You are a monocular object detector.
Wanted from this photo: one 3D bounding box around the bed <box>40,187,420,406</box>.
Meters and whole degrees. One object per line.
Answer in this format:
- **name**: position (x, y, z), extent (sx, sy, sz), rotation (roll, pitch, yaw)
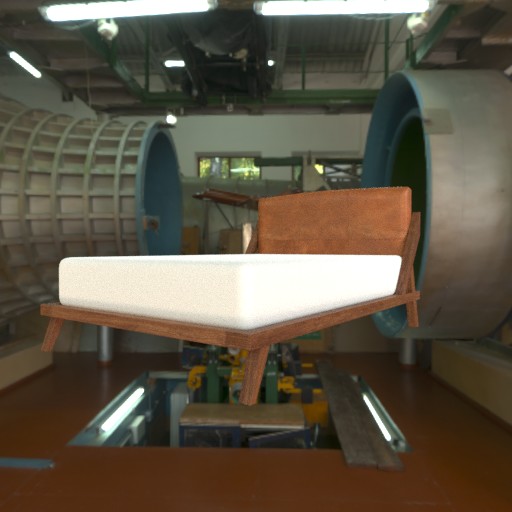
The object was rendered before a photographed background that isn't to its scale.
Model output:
- **bed**: position (0.000, 0.000, 3.210), extent (1.651, 1.168, 2.311), rotation (1, 1, 36)
